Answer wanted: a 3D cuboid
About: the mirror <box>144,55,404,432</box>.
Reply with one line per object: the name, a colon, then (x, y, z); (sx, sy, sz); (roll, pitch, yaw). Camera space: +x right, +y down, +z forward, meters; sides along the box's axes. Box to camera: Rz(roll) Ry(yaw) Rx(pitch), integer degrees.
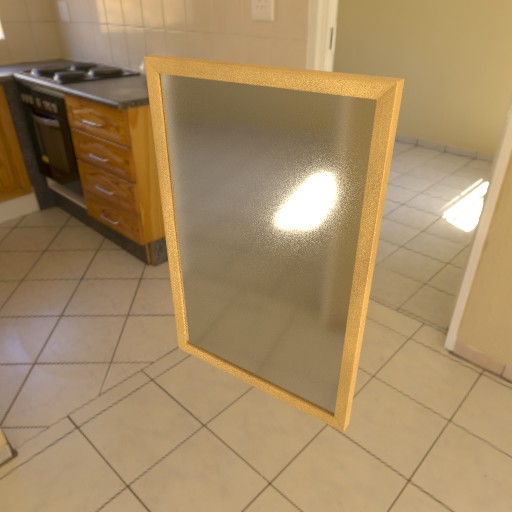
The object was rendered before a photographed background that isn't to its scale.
mirror: (0.000, 0.000, 1.150); (0.609, 0.915, 0.040); (19, 36, 28)
